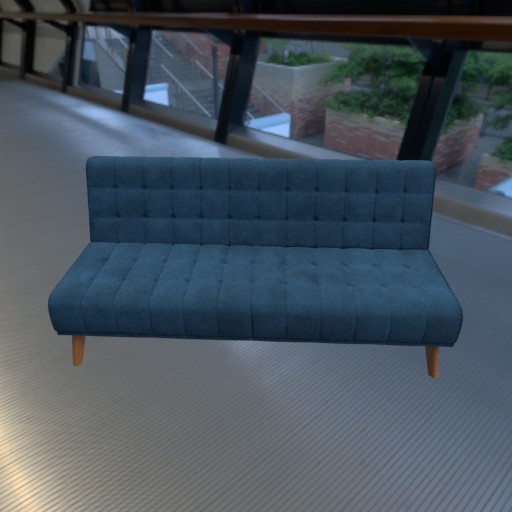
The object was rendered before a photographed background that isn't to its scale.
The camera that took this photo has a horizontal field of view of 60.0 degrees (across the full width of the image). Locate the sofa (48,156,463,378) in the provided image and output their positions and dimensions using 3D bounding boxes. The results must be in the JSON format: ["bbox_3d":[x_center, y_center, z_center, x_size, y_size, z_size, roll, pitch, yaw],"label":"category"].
[{"bbox_3d":[0.000,0.000,2.257,1.804,0.813,0.855,1,30,2],"label":"sofa"}]
